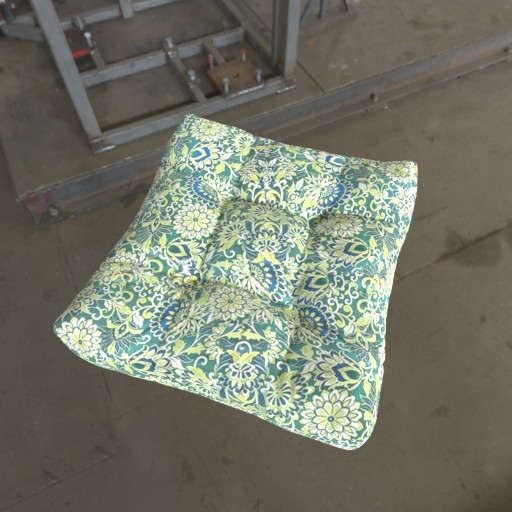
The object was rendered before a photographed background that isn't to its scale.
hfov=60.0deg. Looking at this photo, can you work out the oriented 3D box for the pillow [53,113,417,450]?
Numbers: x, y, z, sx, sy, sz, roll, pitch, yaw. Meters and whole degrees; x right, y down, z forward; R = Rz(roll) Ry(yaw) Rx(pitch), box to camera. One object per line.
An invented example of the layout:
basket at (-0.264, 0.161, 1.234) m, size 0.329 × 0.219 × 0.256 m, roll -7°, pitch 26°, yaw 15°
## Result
pillow at (0.000, 0.000, 0.735) m, size 0.468 × 0.128 × 0.490 m, roll 16°, pitch 60°, yaw 9°
